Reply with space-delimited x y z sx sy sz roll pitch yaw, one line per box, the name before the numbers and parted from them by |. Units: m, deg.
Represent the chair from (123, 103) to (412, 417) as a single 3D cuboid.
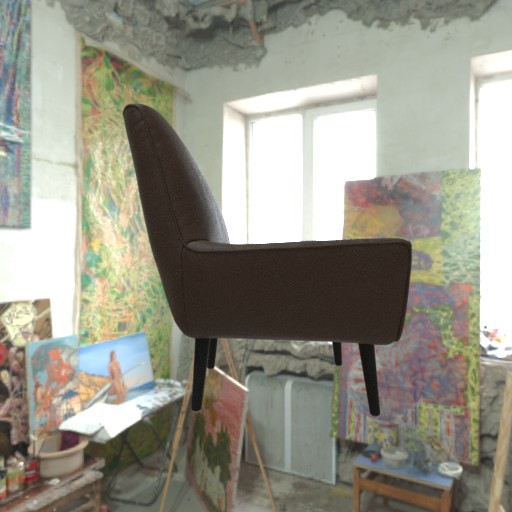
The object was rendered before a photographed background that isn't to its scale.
chair | 0.000 0.000 1.493 0.824 0.888 0.787 0 1 -1
